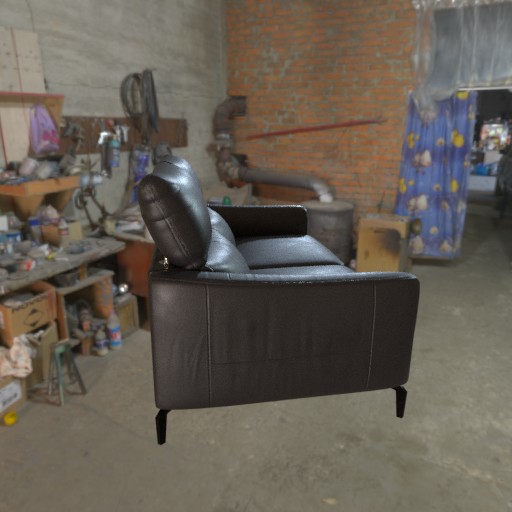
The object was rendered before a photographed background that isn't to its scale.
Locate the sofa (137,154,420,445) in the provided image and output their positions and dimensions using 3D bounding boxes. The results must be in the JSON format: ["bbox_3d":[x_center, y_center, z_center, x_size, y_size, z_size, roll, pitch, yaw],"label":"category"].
[{"bbox_3d":[0.000,0.000,2.175,0.958,0.920,1.596,-2,16,-8],"label":"sofa"}]
